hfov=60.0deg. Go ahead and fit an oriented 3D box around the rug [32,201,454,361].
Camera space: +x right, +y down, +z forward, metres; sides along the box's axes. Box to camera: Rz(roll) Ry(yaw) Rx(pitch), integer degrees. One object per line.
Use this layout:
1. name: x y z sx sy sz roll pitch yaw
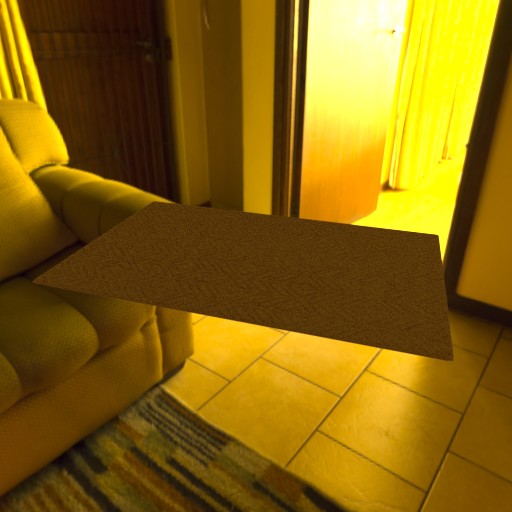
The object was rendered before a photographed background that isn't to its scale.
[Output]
1. rug: 0.000 0.000 3.057 2.438 0.008 1.523 8 28 16
